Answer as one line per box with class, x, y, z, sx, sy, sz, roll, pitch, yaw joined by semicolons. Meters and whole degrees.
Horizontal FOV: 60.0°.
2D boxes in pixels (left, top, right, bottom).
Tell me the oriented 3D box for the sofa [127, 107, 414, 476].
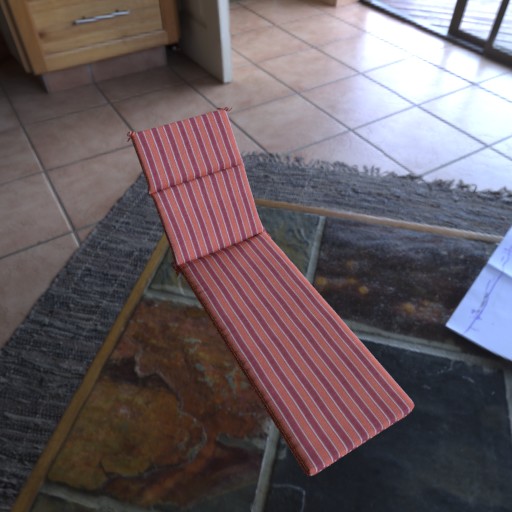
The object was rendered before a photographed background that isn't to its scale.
sofa;0.000;0.000;1.993;0.582;0.622;1.663;-23;50;-20
